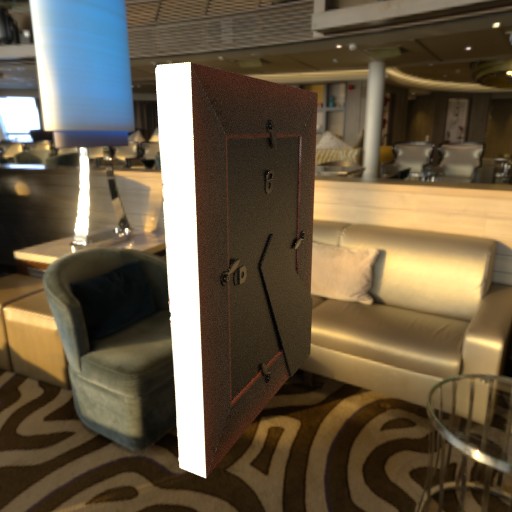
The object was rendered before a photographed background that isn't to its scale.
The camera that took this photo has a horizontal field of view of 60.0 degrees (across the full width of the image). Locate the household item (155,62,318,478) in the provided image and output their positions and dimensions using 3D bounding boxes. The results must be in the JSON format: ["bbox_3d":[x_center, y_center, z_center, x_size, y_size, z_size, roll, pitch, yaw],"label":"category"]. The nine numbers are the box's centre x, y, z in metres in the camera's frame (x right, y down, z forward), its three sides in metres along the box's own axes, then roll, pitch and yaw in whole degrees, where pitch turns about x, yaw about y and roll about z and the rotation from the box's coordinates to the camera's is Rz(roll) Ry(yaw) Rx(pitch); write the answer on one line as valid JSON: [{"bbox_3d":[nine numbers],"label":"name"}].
[{"bbox_3d":[0.000,0.000,0.295,0.025,0.216,0.165,8,17,26],"label":"household item"}]
